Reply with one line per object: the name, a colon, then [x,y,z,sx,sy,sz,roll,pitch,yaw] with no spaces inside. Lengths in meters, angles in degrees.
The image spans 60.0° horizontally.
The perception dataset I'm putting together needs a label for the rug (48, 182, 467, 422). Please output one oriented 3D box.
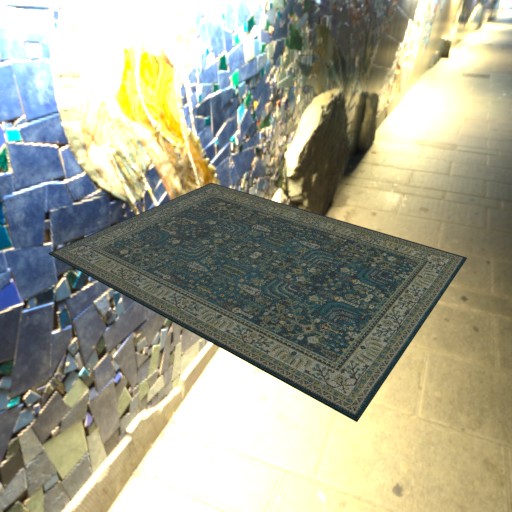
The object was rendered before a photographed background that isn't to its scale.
rug: [0.000,0.000,2.887,2.213,0.013,1.594,21,36,31]
